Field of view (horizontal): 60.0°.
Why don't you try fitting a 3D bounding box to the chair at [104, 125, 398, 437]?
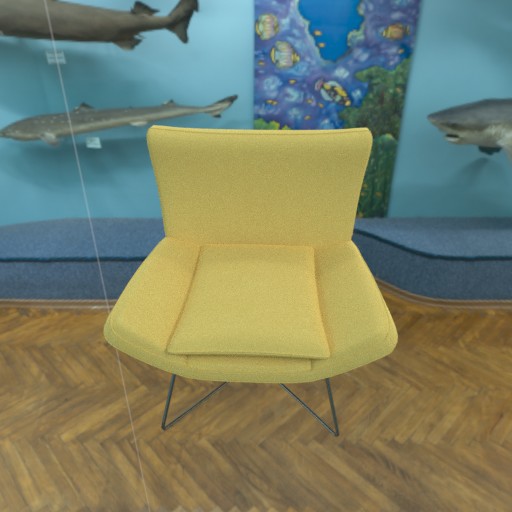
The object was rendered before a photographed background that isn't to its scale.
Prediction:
[{"bbox_3d":[0.000,0.000,1.678,0.859,0.855,1.008,1,30,2],"label":"chair"}]
